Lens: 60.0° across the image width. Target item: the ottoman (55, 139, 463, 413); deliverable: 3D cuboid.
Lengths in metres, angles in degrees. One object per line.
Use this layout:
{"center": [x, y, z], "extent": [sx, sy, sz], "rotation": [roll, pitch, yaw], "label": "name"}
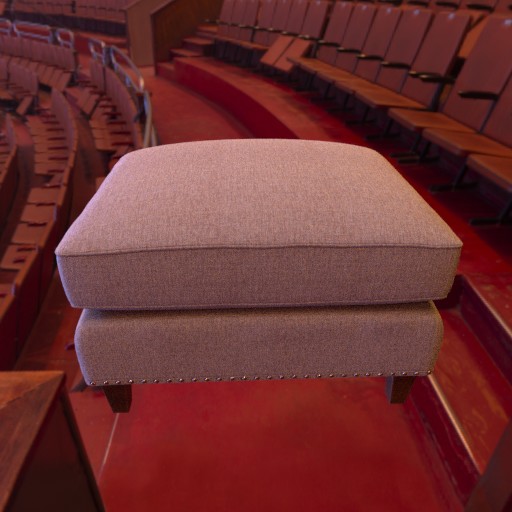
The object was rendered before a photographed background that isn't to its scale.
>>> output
{"center": [0.000, 0.000, 1.110], "extent": [0.741, 0.513, 0.584], "rotation": [-1, 30, -2], "label": "ottoman"}
